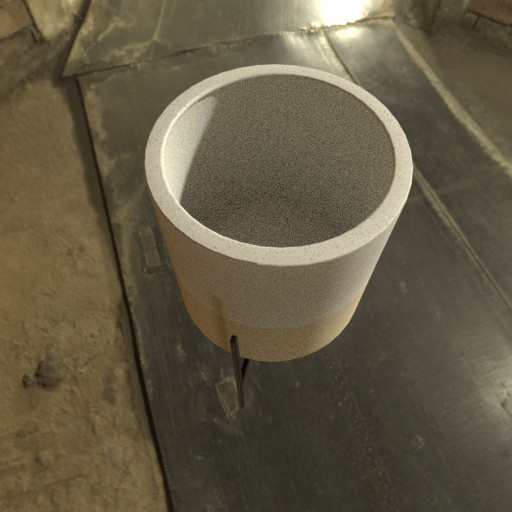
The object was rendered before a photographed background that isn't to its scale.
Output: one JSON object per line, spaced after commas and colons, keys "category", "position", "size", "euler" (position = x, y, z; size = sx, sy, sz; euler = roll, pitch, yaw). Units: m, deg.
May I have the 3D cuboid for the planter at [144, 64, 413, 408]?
{"category": "planter", "position": [0.000, 0.000, 0.544], "size": [0.267, 0.362, 0.263], "euler": [29, 64, 16]}
